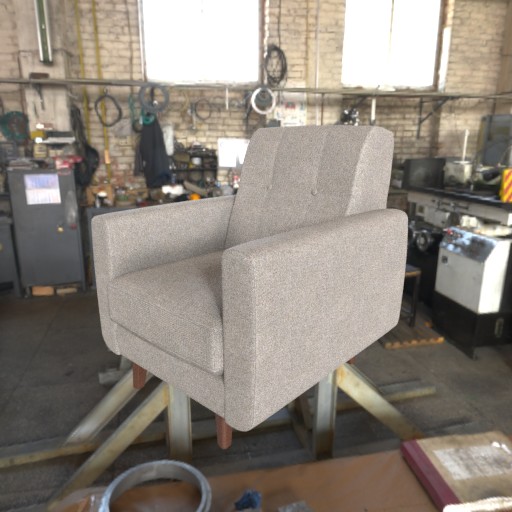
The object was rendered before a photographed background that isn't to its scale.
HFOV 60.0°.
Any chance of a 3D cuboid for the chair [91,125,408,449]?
[{"bbox_3d":[0.000,0.000,1.690,0.845,0.968,0.942,14,20,42],"label":"chair"}]
